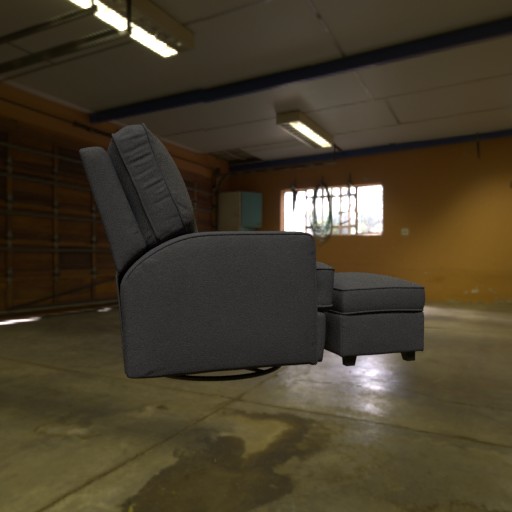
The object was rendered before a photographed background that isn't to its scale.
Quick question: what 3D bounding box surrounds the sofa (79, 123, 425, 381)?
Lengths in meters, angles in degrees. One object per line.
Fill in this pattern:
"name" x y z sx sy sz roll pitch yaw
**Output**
"sofa" 0.000 0.000 2.050 1.472 0.959 0.861 0 0 -18
